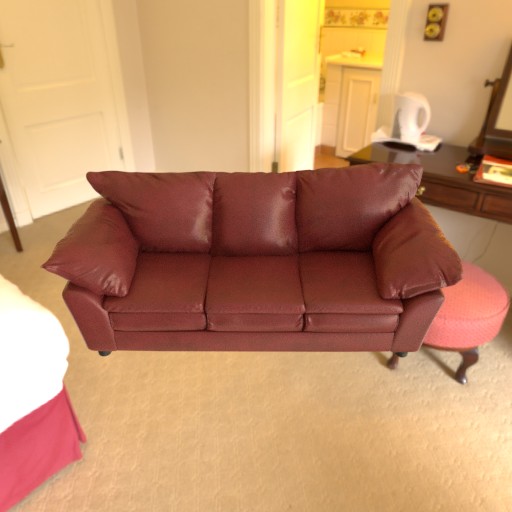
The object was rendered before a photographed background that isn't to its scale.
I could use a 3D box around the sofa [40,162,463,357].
[{"bbox_3d":[0.000,0.000,2.907,2.390,1.091,0.907,0,30,0],"label":"sofa"}]
